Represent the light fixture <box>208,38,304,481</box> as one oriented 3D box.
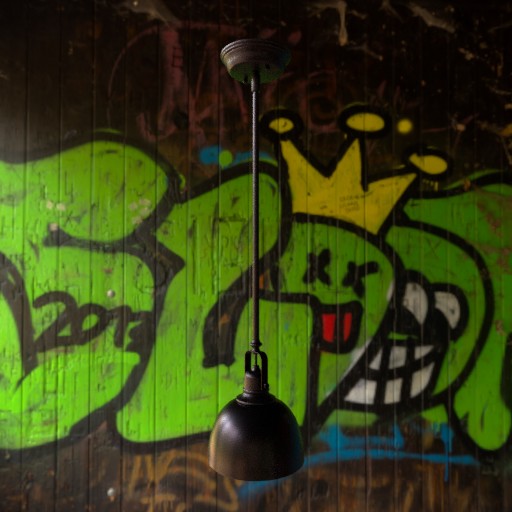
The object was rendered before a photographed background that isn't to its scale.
[{"bbox_3d":[0.000,0.000,0.845,0.182,0.768,0.182,1,-1,-36],"label":"light fixture"}]
